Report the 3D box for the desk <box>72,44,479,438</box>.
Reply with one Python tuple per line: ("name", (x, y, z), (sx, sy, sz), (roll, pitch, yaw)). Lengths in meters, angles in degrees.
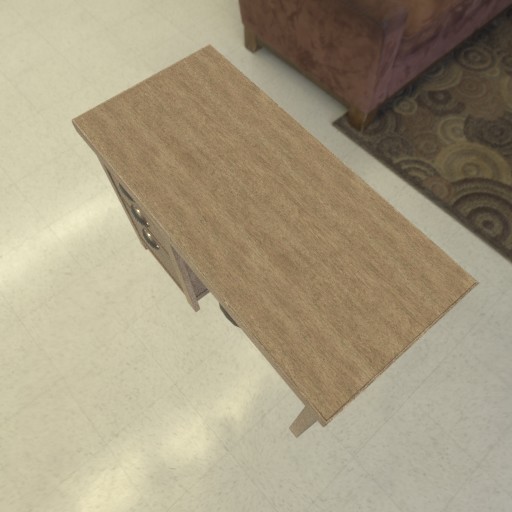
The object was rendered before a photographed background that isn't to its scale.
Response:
("desk", (0.000, 0.000, 1.814), (0.610, 0.912, 1.289), (-36, 69, -16))
